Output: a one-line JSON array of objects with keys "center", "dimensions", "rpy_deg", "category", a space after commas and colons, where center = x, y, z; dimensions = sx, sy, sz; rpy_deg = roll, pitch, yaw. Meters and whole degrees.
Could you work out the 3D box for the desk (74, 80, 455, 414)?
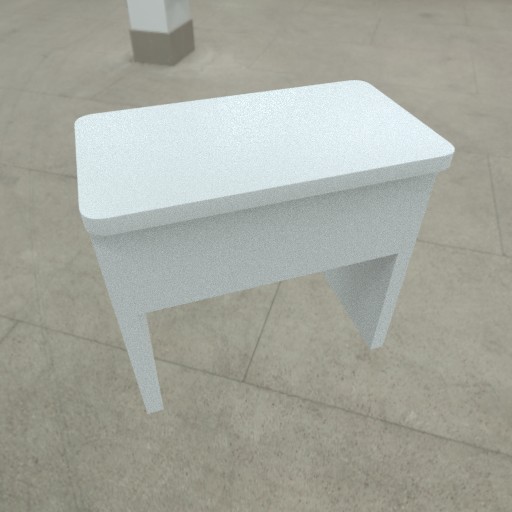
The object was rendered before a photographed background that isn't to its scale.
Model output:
[{"center": [0.000, 0.000, 1.272], "dimensions": [0.790, 0.760, 0.446], "rpy_deg": [-12, 44, -13], "category": "desk"}]
